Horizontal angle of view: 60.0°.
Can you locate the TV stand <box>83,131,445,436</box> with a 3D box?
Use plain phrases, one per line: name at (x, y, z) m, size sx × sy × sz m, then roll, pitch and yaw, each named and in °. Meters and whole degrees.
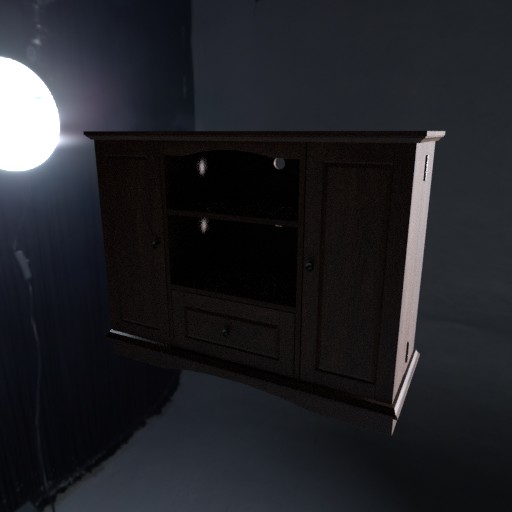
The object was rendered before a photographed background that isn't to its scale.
TV stand at (0.000, 0.000, 1.500) m, size 1.067 × 0.813 × 0.406 m, roll 8°, pitch 17°, yaw 26°
